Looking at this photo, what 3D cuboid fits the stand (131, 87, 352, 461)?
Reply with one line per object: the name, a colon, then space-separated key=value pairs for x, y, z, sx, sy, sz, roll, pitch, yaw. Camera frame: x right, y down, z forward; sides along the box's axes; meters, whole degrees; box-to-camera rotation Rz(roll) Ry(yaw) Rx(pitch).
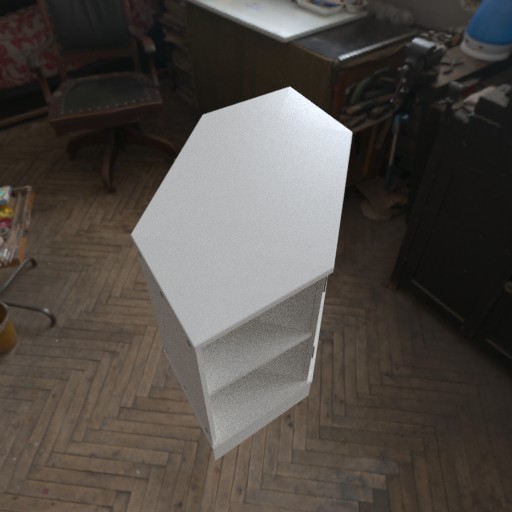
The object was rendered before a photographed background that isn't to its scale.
stand: x=0.000 y=0.000 z=1.409 sx=0.477 sy=0.614 sz=1.072 roll=9 pitch=47 yaw=9
